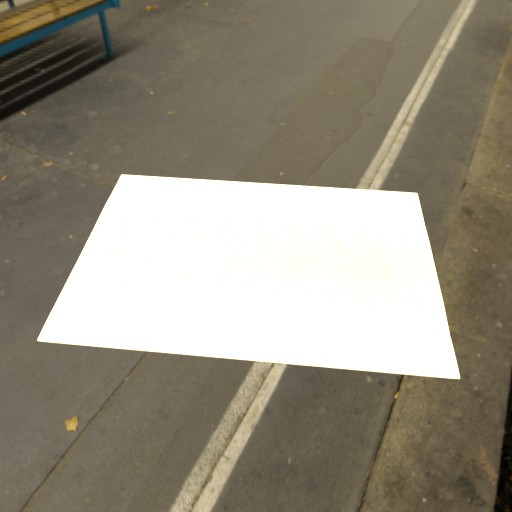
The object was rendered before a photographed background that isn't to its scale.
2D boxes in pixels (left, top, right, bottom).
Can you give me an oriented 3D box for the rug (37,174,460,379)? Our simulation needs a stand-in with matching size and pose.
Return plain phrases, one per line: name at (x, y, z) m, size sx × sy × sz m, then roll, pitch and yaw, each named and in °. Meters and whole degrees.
rug at (0.000, 0.000, 2.334) m, size 1.850 × 0.006 × 1.234 m, roll 4°, pitch 47°, yaw 4°
